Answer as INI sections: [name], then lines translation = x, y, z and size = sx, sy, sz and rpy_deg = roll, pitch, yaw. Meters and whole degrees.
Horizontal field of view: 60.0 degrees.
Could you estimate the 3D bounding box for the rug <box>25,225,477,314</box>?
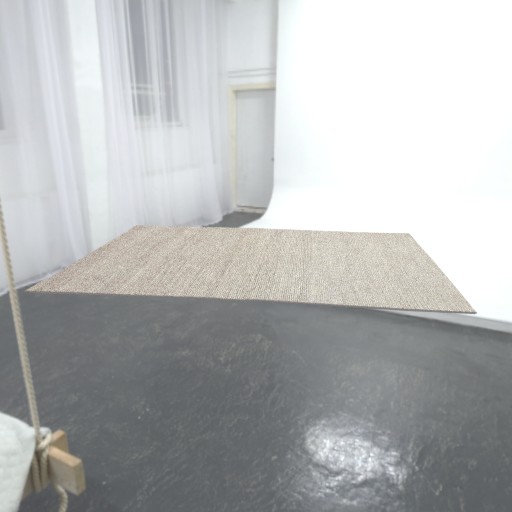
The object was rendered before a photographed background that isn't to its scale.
[rug]
translation = 0.000, 0.000, 3.012
size = 2.342, 0.030, 1.609
rpy_deg = 2, 17, 7
